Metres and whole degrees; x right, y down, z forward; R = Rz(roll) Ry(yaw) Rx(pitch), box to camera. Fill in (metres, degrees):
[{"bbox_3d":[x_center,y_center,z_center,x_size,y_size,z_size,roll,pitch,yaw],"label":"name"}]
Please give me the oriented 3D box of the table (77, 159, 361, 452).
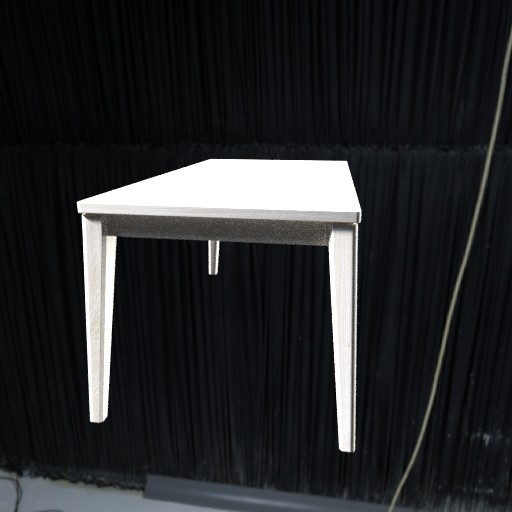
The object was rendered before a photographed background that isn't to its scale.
[{"bbox_3d":[0.000,0.000,2.103,0.900,0.760,1.600,3,17,9],"label":"table"}]
